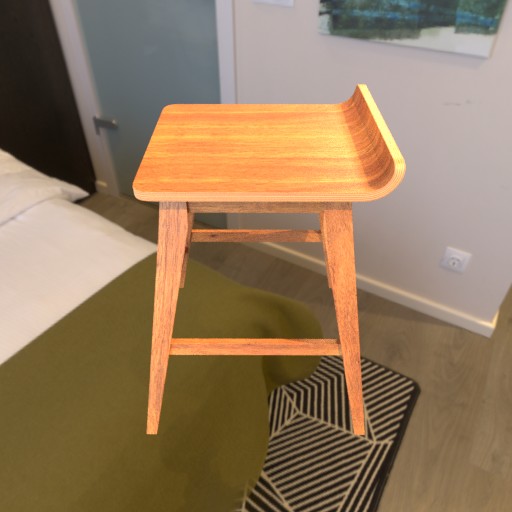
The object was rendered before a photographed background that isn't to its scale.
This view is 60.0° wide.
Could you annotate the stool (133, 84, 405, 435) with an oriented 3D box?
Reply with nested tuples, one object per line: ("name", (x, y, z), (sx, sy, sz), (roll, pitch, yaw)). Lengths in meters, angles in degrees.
("stool", (0.000, 0.000, 0.994), (0.500, 0.650, 0.500), (0, 41, 0))
